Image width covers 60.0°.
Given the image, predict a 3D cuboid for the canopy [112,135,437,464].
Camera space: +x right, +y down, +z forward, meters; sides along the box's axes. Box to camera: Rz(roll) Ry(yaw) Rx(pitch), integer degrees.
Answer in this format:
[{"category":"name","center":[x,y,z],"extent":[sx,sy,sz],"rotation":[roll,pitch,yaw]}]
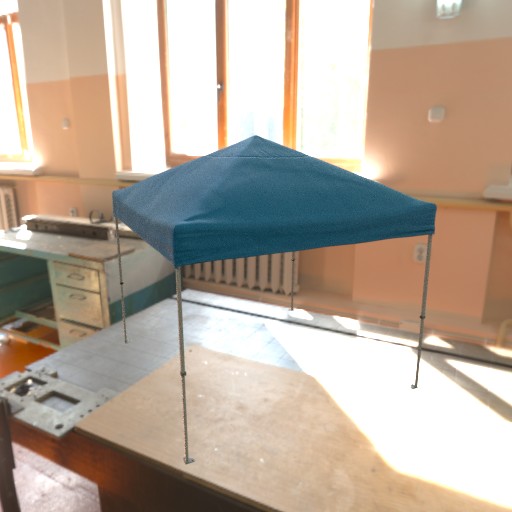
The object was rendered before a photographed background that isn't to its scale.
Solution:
[{"category":"canopy","center":[0.000,0.000,5.690],"extent":[2.998,2.997,2.996],"rotation":[-7,16,-26]}]
